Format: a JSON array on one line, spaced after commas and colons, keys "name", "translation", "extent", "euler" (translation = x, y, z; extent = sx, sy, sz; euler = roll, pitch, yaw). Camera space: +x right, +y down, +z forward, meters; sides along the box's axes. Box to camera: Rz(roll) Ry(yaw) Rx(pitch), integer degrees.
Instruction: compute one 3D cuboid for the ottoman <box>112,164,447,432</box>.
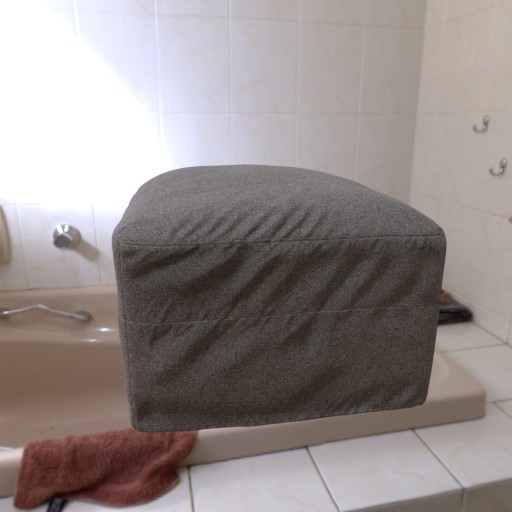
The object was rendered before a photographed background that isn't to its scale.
[{"name": "ottoman", "translation": [0.000, 0.000, 1.238], "extent": [0.683, 0.481, 0.837], "euler": [-3, 17, -10]}]
